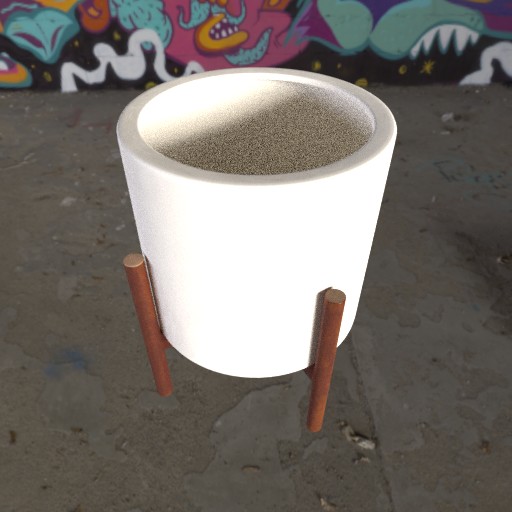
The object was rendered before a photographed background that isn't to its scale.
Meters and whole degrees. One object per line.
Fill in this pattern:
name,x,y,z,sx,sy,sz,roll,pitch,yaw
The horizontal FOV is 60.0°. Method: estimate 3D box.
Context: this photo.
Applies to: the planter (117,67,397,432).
planter,0.000,0.000,0.869,0.420,0.581,0.421,12,43,13
